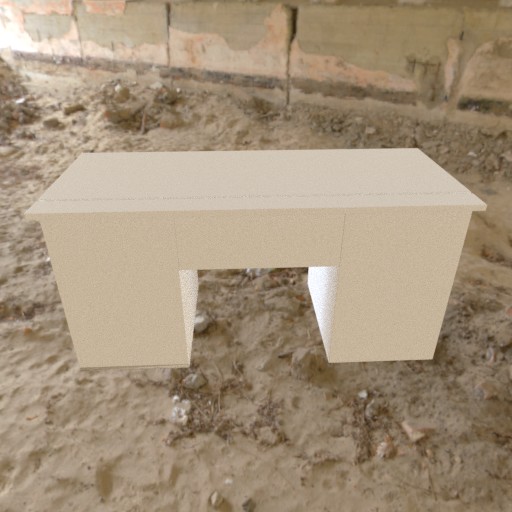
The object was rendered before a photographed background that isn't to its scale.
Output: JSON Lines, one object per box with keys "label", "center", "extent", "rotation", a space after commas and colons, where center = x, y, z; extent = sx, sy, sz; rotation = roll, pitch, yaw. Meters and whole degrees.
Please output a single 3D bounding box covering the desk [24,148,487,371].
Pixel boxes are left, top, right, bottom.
{"label": "desk", "center": [0.000, 0.000, 1.990], "extent": [1.580, 0.760, 0.670], "rotation": [-1, 30, -2]}
